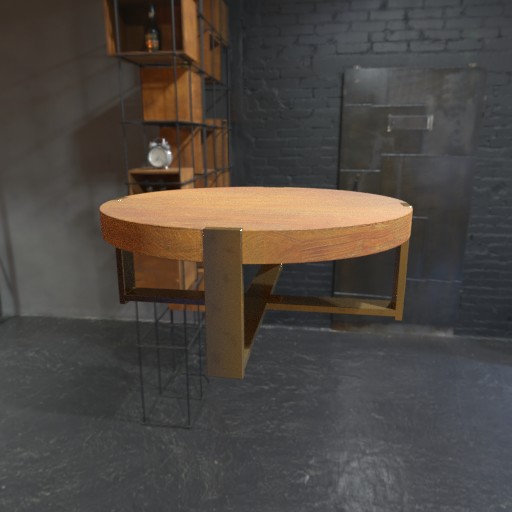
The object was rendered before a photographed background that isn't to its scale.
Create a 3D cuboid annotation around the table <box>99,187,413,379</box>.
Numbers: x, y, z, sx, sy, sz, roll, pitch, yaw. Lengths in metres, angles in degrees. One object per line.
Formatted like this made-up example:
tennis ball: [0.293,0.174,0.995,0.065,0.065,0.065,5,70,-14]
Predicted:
table: [0.000,0.000,1.704,1.100,0.420,1.100,0,14,0]
